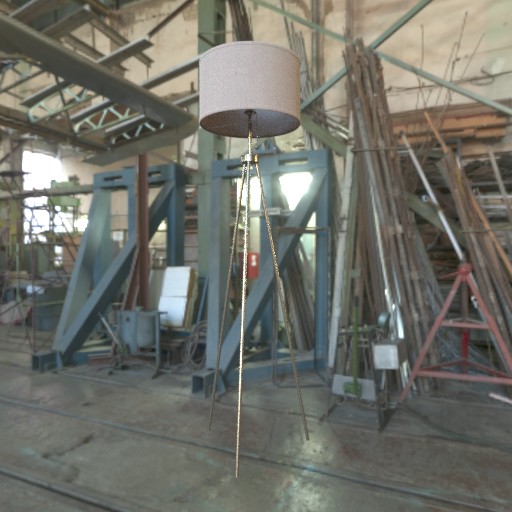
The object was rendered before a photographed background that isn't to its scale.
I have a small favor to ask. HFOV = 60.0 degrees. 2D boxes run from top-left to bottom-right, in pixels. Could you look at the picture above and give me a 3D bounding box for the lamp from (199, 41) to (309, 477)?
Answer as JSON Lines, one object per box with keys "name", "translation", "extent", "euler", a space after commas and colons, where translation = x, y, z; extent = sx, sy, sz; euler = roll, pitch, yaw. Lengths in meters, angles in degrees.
{"name": "lamp", "translation": [0.000, 0.000, 1.802], "extent": [0.460, 1.545, 0.449], "euler": [0, 0, -19]}
